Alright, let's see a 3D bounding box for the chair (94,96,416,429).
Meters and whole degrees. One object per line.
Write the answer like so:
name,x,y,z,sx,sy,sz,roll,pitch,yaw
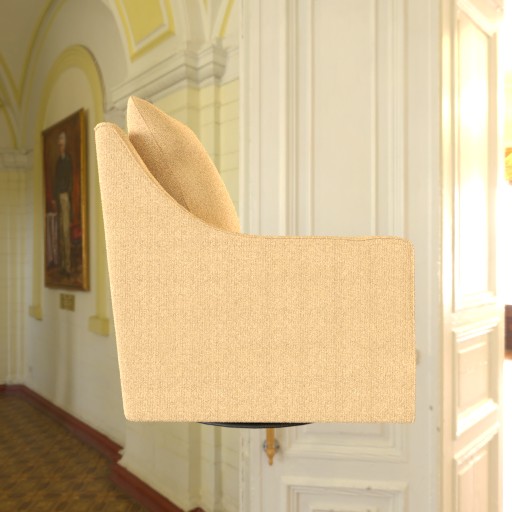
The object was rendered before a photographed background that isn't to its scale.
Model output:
chair,0.000,0.000,1.540,0.876,0.927,0.760,0,0,1
